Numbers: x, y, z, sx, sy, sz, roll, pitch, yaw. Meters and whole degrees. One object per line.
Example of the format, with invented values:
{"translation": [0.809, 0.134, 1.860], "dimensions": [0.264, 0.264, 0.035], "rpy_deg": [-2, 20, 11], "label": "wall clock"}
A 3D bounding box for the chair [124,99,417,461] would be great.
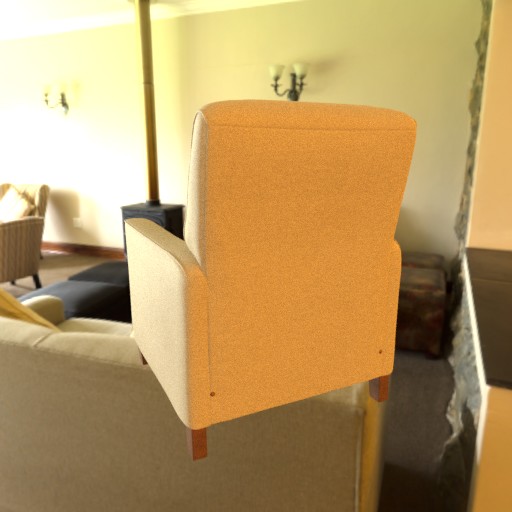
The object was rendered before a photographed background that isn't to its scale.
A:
{"translation": [0.000, 0.000, 1.647], "dimensions": [0.841, 1.023, 0.858], "rpy_deg": [-7, 15, -26], "label": "chair"}
